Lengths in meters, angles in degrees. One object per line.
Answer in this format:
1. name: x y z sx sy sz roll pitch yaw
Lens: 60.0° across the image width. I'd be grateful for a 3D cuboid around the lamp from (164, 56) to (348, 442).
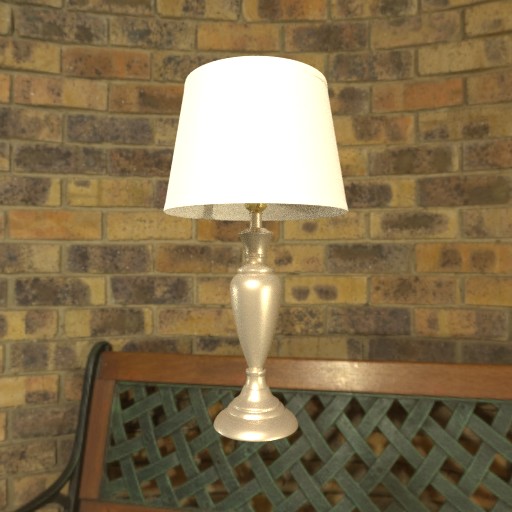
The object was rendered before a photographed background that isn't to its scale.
1. lamp: 0.000 0.000 0.805 0.328 0.612 0.328 0 0 0
